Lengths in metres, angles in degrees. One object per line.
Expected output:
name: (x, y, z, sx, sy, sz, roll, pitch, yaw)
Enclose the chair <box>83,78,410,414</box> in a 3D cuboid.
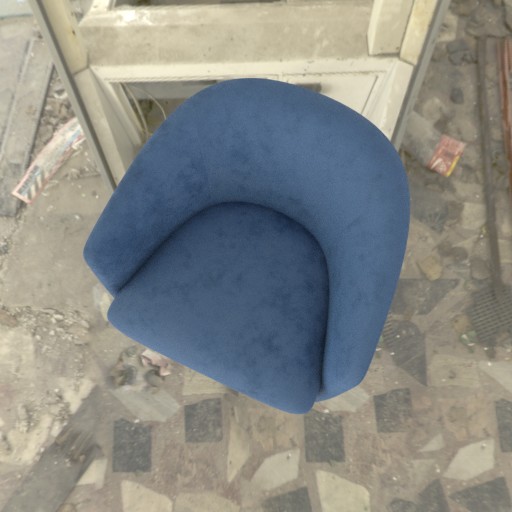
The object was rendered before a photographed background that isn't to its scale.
chair: (0.000, 0.000, 1.360, 0.773, 0.698, 0.767, 24, 76, 7)
